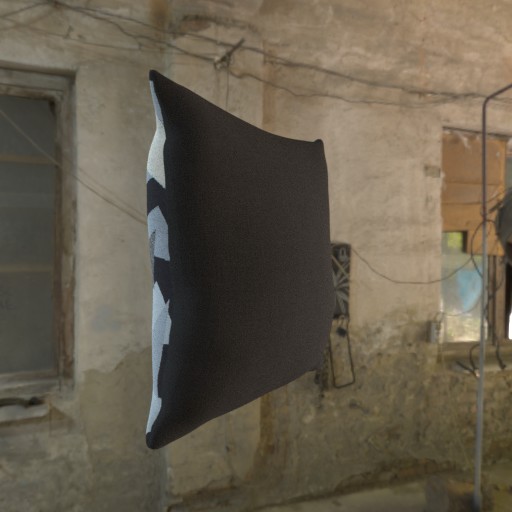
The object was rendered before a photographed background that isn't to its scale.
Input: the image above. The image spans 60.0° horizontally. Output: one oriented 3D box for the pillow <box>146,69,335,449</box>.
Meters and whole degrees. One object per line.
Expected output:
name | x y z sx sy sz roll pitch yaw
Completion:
pillow | 0.000 0.000 0.773 0.208 0.496 0.503 1 1 34
